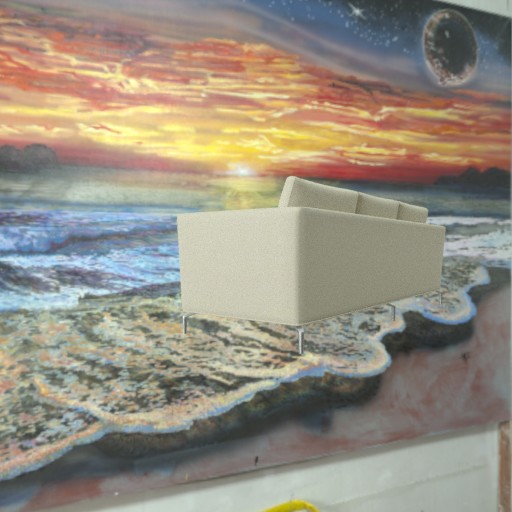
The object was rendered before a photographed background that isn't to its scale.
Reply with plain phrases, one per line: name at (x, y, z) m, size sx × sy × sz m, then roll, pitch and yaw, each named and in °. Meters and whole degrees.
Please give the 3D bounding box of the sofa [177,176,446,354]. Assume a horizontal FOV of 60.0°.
sofa at (0.000, 0.000, 3.743) m, size 2.430 × 0.867 × 2.448 m, roll 1°, pitch 1°, yaw 38°
